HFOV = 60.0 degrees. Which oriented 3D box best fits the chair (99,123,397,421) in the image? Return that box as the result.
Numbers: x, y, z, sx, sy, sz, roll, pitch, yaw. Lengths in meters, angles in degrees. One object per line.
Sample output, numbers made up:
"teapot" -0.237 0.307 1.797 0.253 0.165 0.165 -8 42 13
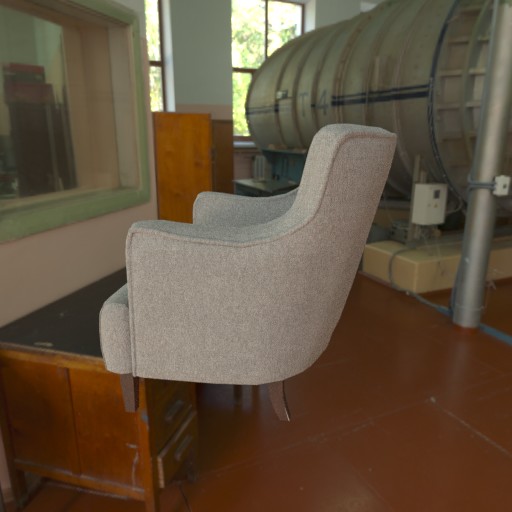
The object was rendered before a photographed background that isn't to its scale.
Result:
"chair" 0.000 0.000 1.606 0.910 0.920 0.820 2 16 8
